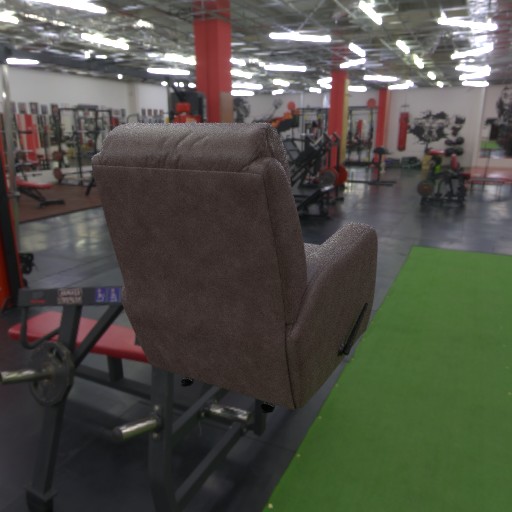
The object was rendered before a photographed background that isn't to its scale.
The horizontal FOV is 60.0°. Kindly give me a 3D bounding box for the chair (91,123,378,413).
[{"bbox_3d":[0.000,0.000,1.867,0.865,1.067,1.067,8,18,27],"label":"chair"}]
